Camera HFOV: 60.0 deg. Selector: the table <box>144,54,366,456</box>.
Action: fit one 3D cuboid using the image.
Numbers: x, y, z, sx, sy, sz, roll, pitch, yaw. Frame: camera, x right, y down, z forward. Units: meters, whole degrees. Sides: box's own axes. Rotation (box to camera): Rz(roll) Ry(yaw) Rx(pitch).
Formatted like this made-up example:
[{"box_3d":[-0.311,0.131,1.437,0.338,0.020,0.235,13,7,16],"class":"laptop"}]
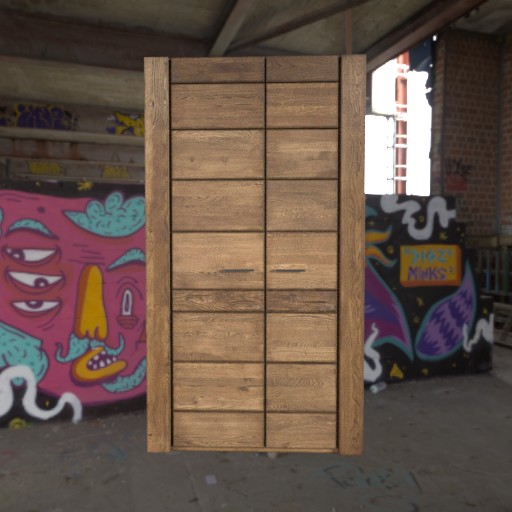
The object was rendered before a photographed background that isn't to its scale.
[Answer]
[{"box_3d":[0.000,0.000,2.502,1.100,2.000,0.600,0,2,2],"class":"table"}]
